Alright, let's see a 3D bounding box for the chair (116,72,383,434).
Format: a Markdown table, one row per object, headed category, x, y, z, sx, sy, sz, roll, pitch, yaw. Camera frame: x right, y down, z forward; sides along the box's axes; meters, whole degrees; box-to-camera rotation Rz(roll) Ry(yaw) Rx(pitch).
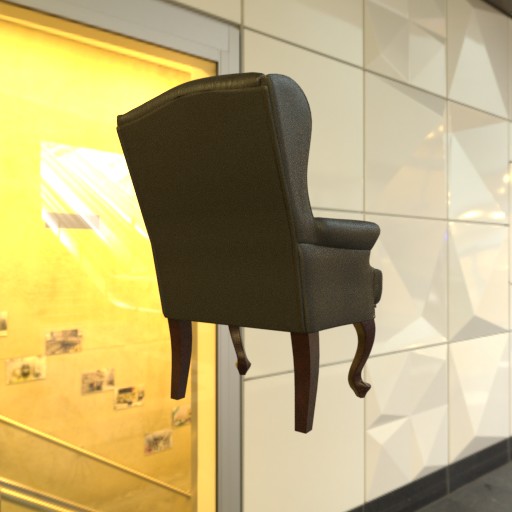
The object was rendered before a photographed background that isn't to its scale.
| category | x | y | z | sx | sy | sz | roll | pitch | yaw |
| --- | --- | --- | --- | --- | --- | --- | --- | --- | --- |
| chair | 0.000 | 0.000 | 1.710 | 0.831 | 1.133 | 0.822 | 0 | -1 | 36 |
